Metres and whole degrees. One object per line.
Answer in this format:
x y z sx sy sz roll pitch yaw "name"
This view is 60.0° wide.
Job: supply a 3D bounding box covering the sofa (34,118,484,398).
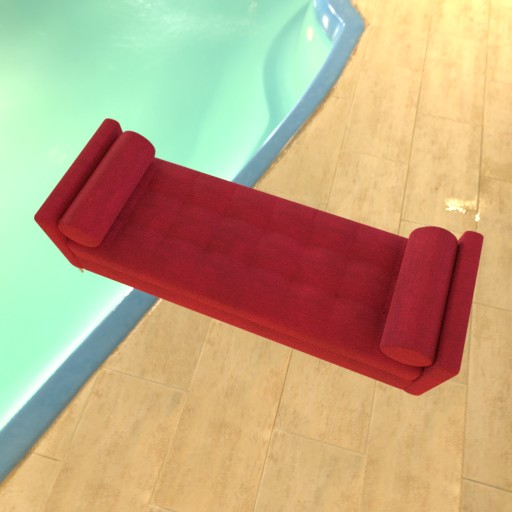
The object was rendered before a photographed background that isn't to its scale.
0.000 0.000 2.307 1.981 0.635 0.686 19 64 10 "sofa"
